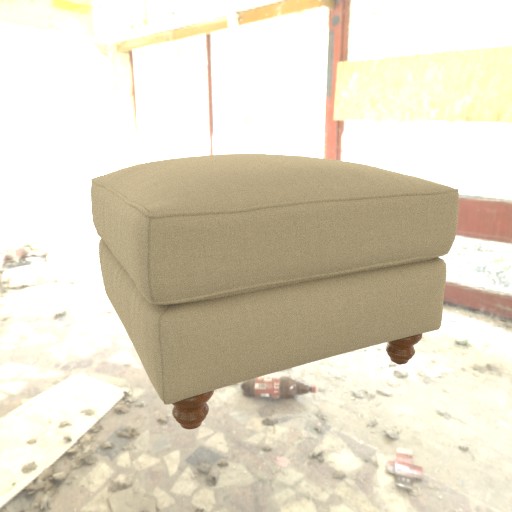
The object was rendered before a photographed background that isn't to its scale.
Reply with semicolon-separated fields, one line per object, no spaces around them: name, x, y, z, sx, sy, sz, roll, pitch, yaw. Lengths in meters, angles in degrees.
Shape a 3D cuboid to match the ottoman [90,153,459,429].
ottoman;0.000;0.000;1.131;0.716;0.505;0.662;-8;17;-26
